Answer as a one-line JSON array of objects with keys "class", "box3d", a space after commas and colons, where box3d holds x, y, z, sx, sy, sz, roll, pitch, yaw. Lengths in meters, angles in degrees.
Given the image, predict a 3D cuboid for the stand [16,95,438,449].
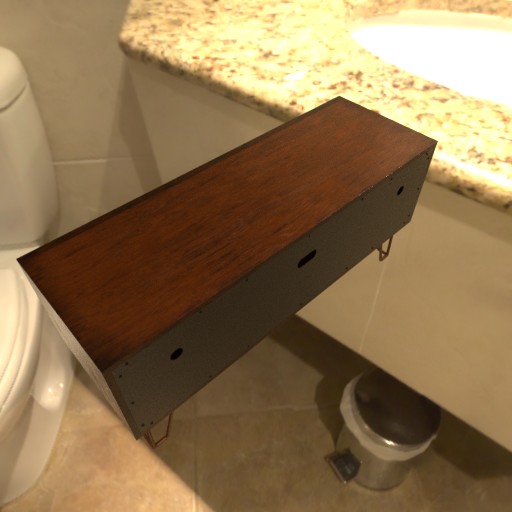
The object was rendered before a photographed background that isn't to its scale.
[{"class": "stand", "box3d": [0.000, 0.000, 1.644, 1.372, 0.610, 0.481, -34, 56, -28]}]
